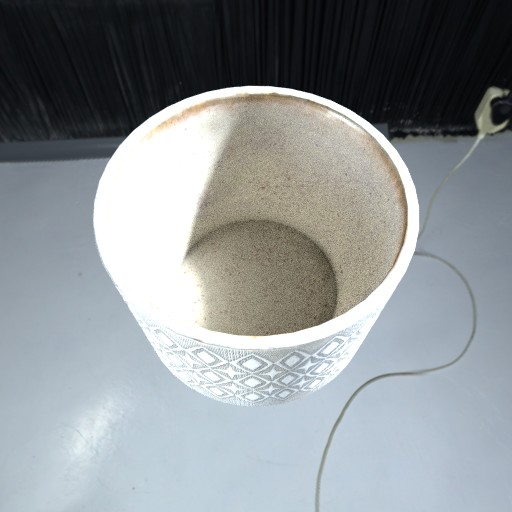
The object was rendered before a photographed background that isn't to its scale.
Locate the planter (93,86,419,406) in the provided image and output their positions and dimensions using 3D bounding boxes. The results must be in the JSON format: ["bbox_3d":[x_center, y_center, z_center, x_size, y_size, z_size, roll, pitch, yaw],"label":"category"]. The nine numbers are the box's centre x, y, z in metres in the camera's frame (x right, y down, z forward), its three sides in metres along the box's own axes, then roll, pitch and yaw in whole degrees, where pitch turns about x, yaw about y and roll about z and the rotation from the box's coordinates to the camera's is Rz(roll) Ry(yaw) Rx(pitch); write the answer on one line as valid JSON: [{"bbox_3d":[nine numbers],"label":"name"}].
[{"bbox_3d":[0.000,0.000,0.318,0.186,0.144,0.186,0,60,0],"label":"planter"}]
